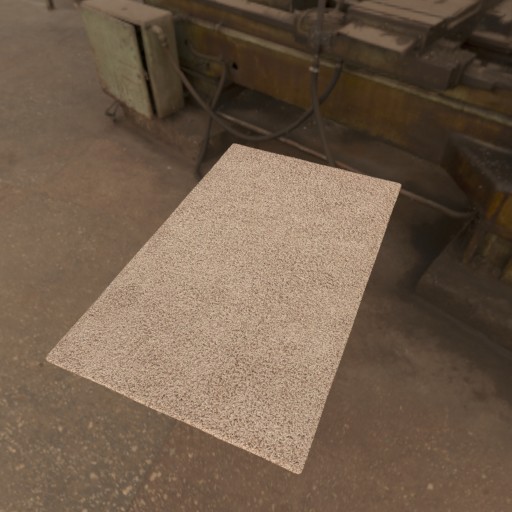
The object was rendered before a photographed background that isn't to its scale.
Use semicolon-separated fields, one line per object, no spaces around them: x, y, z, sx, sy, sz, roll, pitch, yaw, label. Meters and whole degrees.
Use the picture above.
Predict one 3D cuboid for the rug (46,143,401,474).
0.000;0.000;3.053;1.524;0.030;2.438;18;48;16;rug
